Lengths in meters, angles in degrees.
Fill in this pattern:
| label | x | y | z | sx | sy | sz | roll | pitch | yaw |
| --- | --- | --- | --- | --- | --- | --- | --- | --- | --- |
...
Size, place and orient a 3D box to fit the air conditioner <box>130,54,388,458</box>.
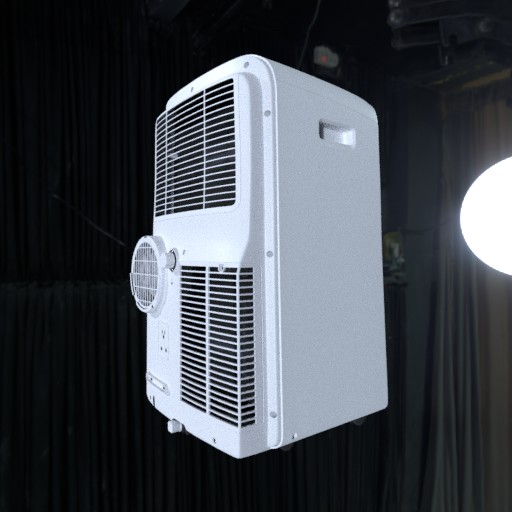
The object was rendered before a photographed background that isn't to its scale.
| label | x | y | z | sx | sy | sz | roll | pitch | yaw |
| --- | --- | --- | --- | --- | --- | --- | --- | --- | --- |
| air conditioner | 0.000 | 0.000 | 1.059 | 0.467 | 0.765 | 0.478 | 0 | 1 | -36 |
